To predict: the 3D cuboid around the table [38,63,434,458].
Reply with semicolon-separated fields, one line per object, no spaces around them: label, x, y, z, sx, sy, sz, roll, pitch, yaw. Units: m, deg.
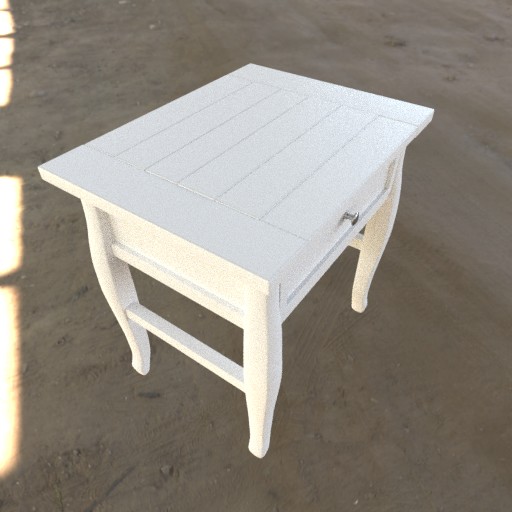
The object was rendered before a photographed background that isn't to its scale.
table;0.000;0.000;1.016;0.463;0.605;0.599;25;48;25
